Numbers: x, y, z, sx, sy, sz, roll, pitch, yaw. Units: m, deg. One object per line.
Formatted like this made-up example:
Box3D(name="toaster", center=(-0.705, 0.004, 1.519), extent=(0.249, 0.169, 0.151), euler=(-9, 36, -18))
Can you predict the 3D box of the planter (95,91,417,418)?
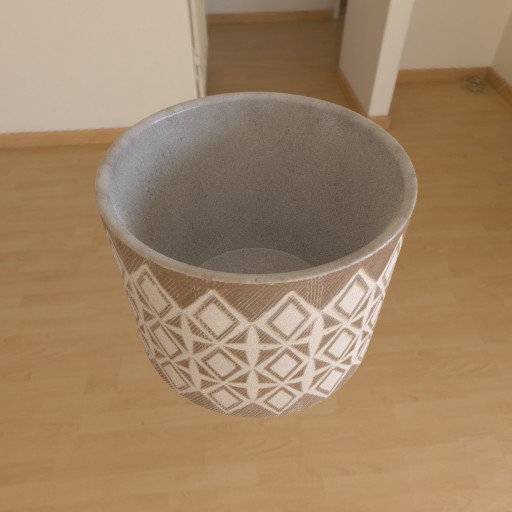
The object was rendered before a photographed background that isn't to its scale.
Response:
Box3D(name="planter", center=(0.000, 0.000, 0.332), extent=(0.193, 0.165, 0.193), euler=(0, 46, 0))
